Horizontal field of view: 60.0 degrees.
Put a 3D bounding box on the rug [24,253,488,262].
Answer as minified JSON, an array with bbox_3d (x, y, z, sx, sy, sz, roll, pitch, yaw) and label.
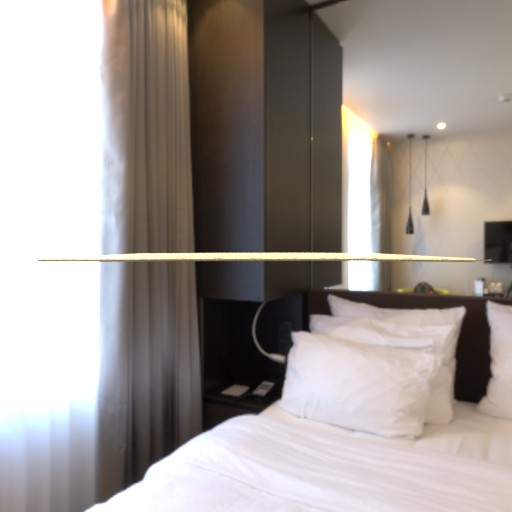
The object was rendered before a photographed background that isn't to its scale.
[{"bbox_3d":[0.000,0.000,4.787,3.585,0.036,2.892,0,1,0],"label":"rug"}]
